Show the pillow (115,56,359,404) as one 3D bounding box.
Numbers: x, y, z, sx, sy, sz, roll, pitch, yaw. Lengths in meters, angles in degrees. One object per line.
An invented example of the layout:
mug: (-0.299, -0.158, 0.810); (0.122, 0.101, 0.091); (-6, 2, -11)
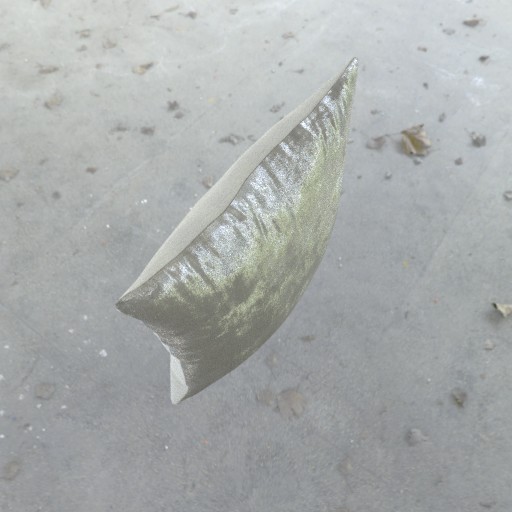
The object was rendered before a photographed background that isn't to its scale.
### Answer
pillow: (0.000, 0.000, 0.710); (0.175, 0.464, 0.470); (32, 64, 18)
